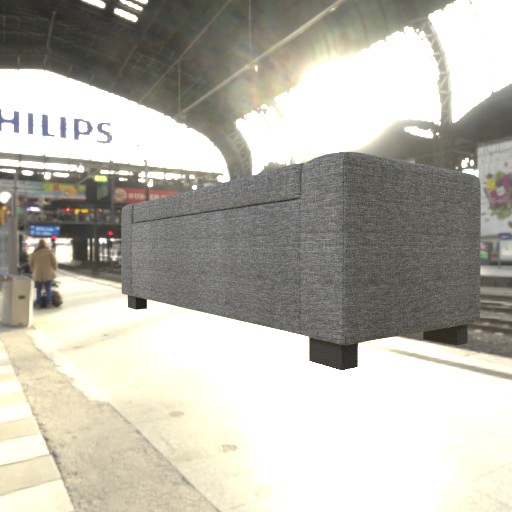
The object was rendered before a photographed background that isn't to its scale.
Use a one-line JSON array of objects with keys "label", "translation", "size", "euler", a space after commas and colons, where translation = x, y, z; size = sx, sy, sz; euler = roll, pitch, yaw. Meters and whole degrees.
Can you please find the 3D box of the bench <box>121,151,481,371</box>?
[{"label": "bench", "translation": [0.000, 0.000, 1.514], "size": [0.508, 0.445, 1.296], "euler": [0, 1, -35]}]
